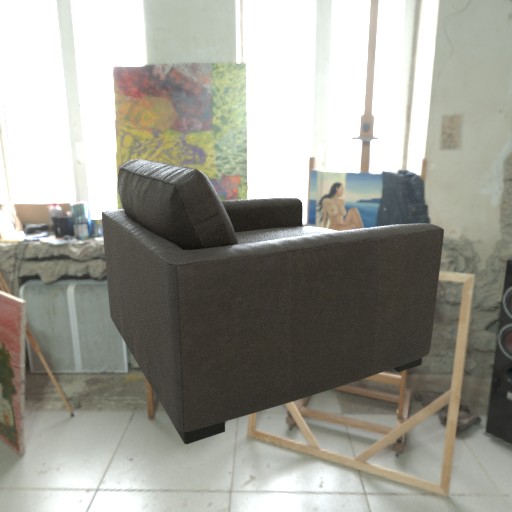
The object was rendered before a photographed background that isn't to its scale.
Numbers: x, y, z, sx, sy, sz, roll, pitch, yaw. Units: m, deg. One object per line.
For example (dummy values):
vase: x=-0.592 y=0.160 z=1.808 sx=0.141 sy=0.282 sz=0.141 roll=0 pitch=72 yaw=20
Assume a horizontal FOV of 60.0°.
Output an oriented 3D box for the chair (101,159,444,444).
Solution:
chair: x=0.000 y=0.000 z=1.896 sx=1.080 sy=0.807 sz=1.106 roll=-8 pitch=16 yaw=-27
